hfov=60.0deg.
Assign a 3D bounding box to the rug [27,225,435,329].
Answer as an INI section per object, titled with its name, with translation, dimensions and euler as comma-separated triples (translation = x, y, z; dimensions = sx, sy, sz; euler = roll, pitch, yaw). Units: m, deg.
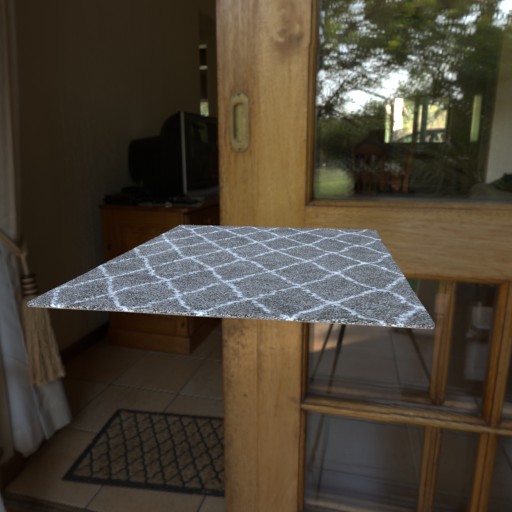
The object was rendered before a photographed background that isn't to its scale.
[rug]
translation = 0.000, 0.000, 4.037
dimensions = 2.438, 0.029, 3.047
euler = 2, 13, 8
